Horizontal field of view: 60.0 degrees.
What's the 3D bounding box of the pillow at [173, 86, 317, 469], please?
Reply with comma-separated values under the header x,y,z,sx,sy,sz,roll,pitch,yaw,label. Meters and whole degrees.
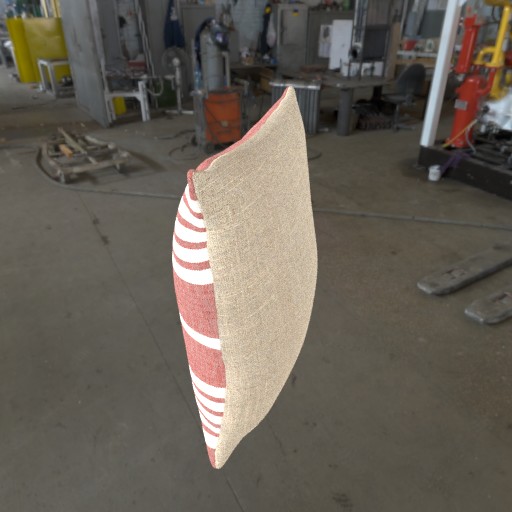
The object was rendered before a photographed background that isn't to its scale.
x,y,z,sx,sy,sz,roll,pitch,yaw,label
0.000,0.000,0.674,0.182,0.427,0.439,8,31,14,pillow
